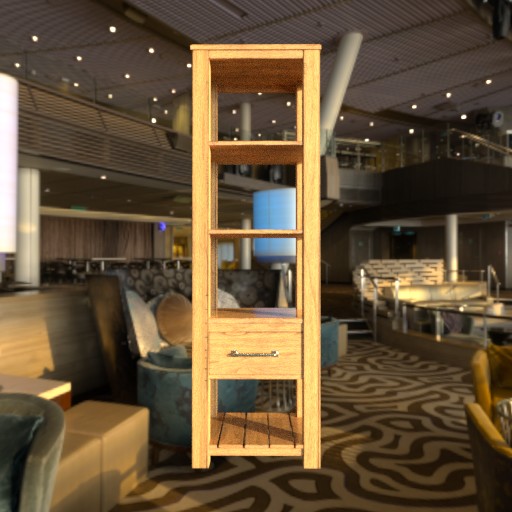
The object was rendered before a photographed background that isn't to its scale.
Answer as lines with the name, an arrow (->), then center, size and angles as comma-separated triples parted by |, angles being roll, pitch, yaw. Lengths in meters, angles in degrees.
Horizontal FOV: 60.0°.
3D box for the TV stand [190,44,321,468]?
TV stand -> 0.000, 0.000, 2.106 | 0.565, 1.828, 0.435 | 0, 0, 0
